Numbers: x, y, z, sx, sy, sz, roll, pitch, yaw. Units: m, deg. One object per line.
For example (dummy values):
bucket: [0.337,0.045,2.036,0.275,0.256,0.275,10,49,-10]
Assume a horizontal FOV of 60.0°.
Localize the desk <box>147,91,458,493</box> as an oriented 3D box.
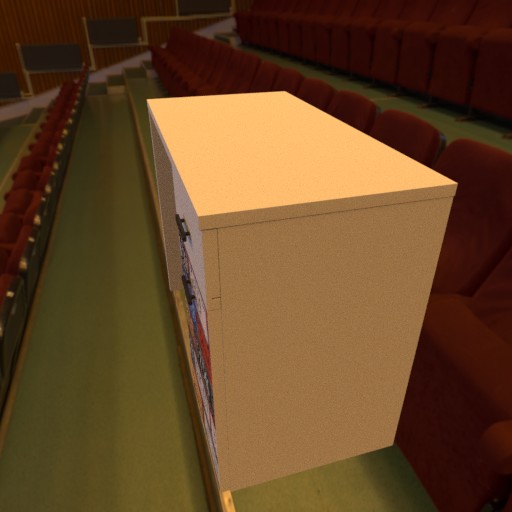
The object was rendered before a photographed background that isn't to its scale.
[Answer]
desk: [0.000,0.000,1.287,0.482,0.730,0.898,-9,32,-14]
